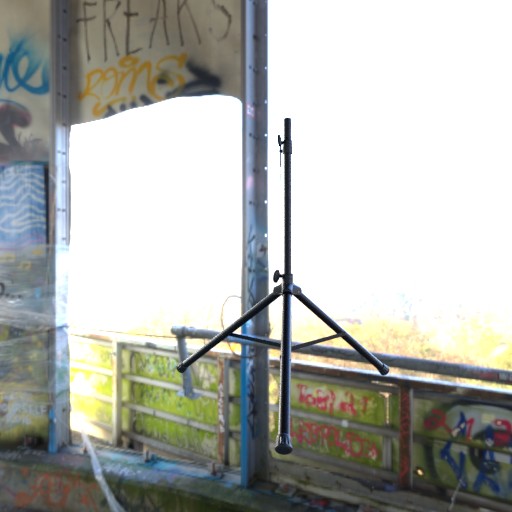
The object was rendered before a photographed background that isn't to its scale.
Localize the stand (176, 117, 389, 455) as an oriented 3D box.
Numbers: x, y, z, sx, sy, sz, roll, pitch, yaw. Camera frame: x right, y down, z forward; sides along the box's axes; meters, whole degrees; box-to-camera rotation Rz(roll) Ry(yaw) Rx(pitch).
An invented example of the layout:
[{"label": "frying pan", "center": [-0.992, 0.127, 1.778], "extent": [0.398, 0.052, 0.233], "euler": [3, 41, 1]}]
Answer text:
[{"label": "stand", "center": [0.000, 0.000, 1.916], "extent": [0.907, 1.136, 1.045], "euler": [0, 0, 34]}]
